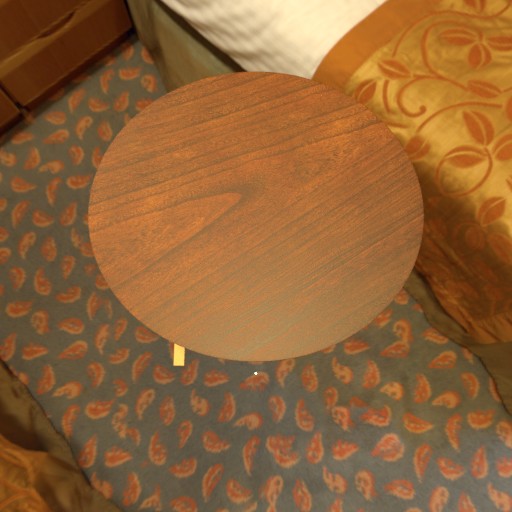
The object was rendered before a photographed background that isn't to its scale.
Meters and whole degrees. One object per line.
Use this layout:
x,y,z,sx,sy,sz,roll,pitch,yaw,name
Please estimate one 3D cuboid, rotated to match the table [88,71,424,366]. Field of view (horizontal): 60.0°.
0.000,0.000,1.106,0.577,0.706,0.530,0,75,0,table
